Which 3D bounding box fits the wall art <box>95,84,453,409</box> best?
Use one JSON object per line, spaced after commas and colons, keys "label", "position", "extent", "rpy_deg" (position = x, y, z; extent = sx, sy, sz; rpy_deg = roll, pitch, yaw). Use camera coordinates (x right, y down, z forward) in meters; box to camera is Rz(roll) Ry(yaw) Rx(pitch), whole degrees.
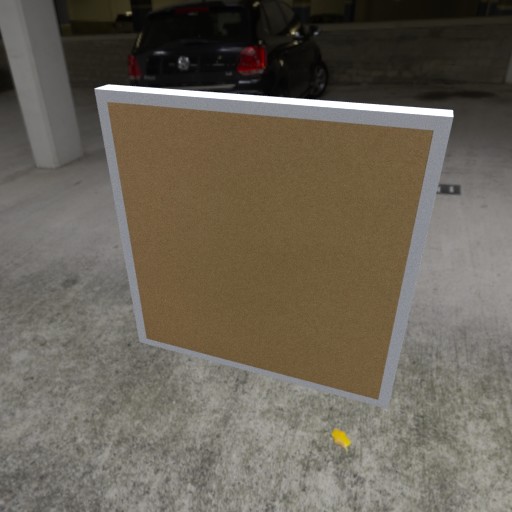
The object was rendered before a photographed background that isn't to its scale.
{"label": "wall art", "position": [0.000, 0.000, 0.742], "extent": [0.508, 0.507, 0.035], "rpy_deg": [11, 33, 17]}
